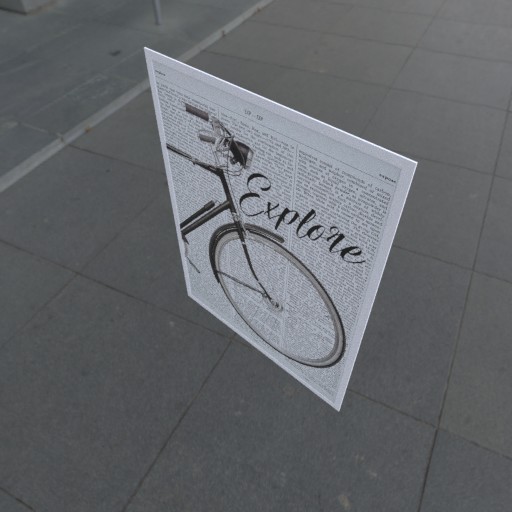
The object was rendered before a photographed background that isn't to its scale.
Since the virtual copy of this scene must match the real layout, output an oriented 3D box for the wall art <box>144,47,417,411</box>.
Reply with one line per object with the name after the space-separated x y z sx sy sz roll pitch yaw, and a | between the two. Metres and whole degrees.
0.000 0.000 0.796 0.457 0.610 0.003 33 55 27 | wall art
